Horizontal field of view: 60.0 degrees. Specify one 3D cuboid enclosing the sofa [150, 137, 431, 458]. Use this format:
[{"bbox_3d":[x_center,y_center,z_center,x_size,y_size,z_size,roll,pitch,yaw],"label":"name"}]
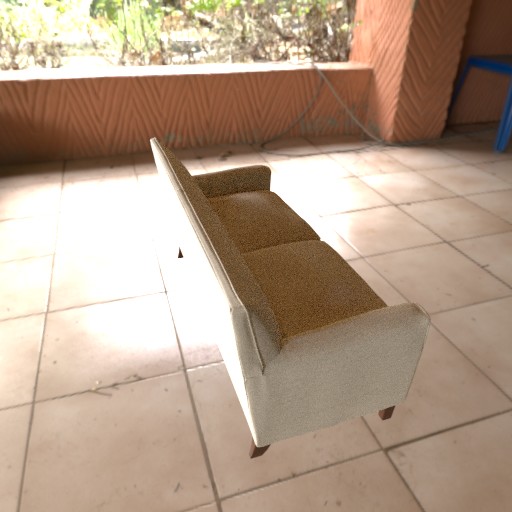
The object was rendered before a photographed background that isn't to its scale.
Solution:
[{"bbox_3d":[0.000,0.000,2.501,0.841,0.907,2.001,-10,32,-16],"label":"sofa"}]
